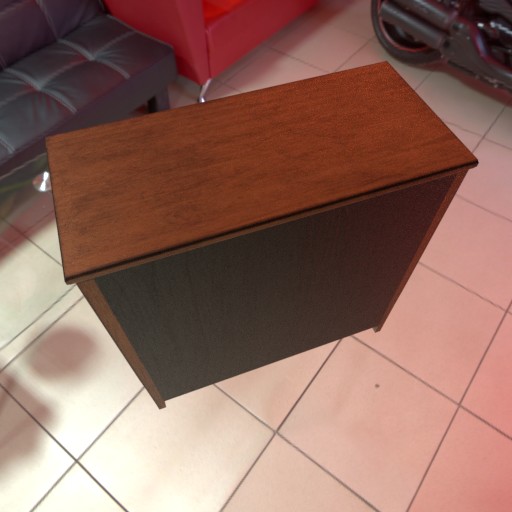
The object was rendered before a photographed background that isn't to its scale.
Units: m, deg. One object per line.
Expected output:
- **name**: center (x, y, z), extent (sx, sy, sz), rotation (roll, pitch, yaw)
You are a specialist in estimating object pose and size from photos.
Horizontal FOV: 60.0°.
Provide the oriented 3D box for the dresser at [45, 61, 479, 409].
- **dresser**: center (0.000, 0.000, 1.899), extent (1.250, 1.224, 0.591), rotation (-17, 57, -11)
